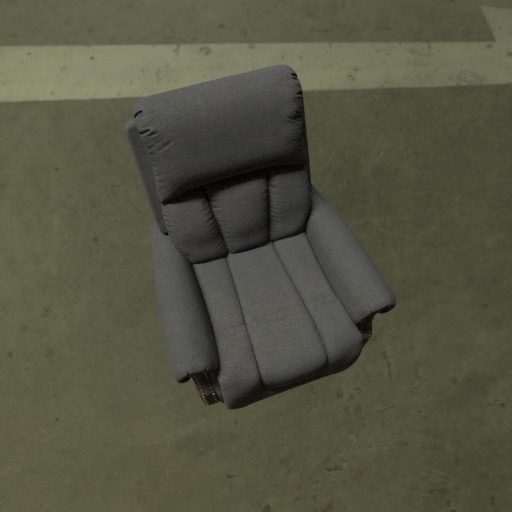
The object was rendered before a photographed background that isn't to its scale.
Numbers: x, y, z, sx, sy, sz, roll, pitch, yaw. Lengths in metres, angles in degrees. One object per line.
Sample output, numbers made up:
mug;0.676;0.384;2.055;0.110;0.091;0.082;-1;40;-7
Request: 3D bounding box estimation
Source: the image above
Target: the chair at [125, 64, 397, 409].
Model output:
chair;0.000;0.000;1.780;0.871;1.031;0.979;-17;64;-9
